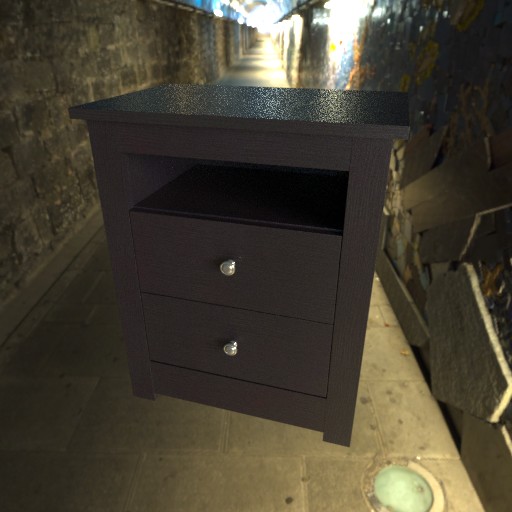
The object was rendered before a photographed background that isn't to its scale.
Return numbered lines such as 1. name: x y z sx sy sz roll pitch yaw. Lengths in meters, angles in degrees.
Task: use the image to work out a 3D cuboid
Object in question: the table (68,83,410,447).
1. table: 0.000 0.000 1.056 0.589 0.711 0.408 8 28 15
